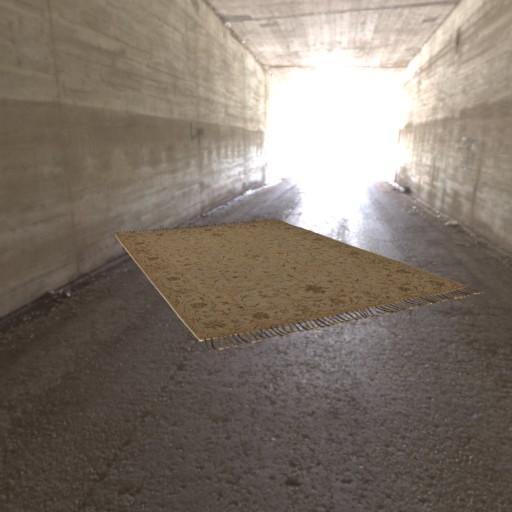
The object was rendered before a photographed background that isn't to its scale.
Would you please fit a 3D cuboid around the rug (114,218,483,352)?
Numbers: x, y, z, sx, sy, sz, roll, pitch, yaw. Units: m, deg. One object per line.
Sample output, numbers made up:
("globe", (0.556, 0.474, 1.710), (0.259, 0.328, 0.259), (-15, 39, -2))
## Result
("rug", (0.000, 0.000, 2.387), (1.218, 0.017, 1.861), (-7, 17, -25))
